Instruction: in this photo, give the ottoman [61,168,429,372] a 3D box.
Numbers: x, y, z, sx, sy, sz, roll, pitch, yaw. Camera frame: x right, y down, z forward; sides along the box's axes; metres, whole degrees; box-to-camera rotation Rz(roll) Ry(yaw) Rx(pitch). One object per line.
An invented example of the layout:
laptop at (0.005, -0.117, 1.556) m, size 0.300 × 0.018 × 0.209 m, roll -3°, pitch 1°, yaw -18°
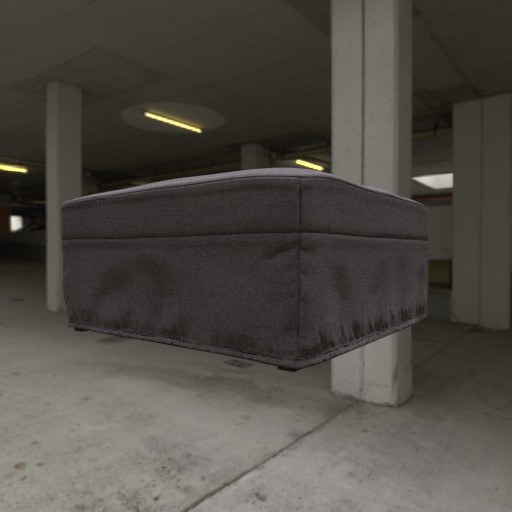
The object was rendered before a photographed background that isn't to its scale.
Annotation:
ottoman at (0.000, 0.000, 1.377) m, size 0.840 × 0.436 × 0.843 m, roll 0°, pitch 1°, yaw 37°
